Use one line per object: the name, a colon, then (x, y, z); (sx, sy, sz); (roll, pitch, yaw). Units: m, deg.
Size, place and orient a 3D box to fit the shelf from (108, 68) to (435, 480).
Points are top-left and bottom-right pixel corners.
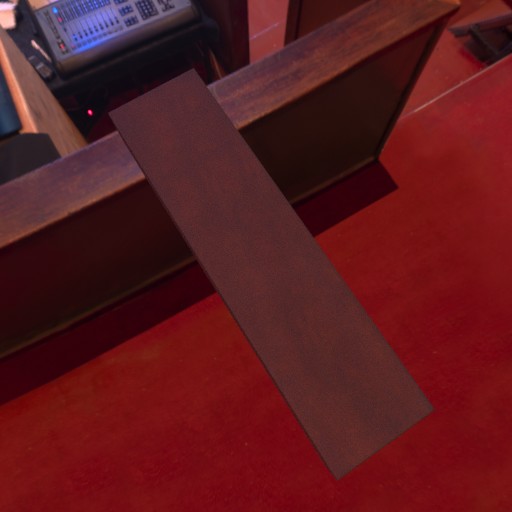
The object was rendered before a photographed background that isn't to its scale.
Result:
shelf: (0.000, 0.000, 0.662); (0.152, 0.088, 0.607); (-31, 76, -8)
